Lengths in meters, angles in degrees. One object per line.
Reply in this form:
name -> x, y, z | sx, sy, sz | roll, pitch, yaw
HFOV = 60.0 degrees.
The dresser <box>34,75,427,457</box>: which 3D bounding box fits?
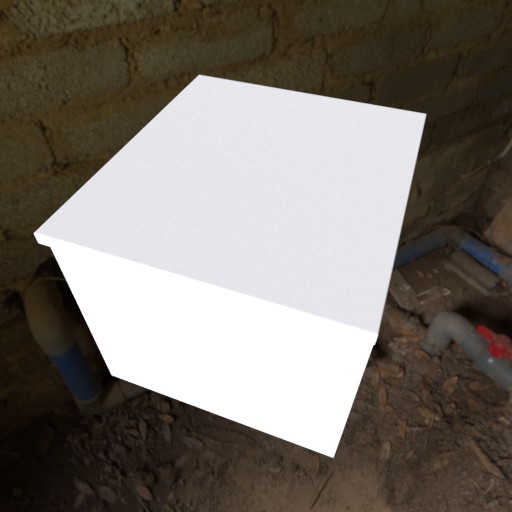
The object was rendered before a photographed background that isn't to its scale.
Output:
dresser -> 0.000, 0.000, 0.722 | 0.400, 0.360, 0.430 | 15, 48, 14
